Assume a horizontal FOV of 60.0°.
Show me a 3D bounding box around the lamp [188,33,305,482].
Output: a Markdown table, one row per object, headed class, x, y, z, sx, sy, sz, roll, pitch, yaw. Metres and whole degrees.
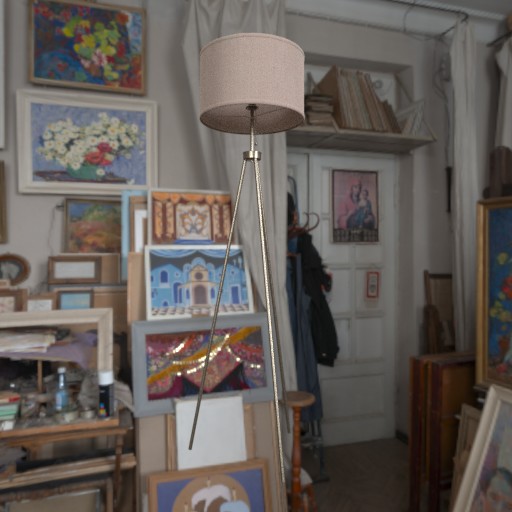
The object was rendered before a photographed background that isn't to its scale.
| class | x | y | z | sx | sy | sz | roll | pitch | yaw |
| --- | --- | --- | --- | --- | --- | --- | --- | --- | --- |
| lamp | 0.000 | 0.000 | 1.758 | 0.449 | 1.545 | 0.460 | 0 | 0 | 35 |
